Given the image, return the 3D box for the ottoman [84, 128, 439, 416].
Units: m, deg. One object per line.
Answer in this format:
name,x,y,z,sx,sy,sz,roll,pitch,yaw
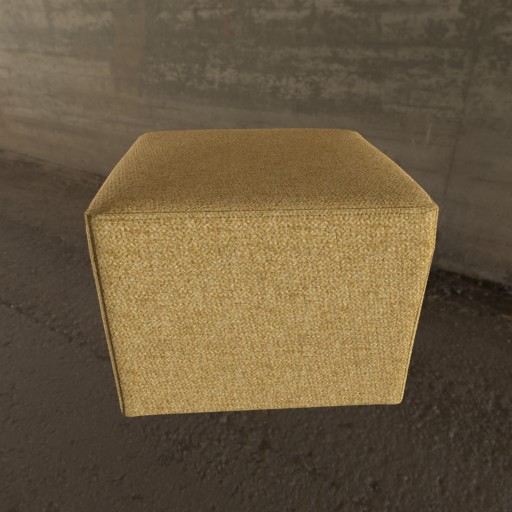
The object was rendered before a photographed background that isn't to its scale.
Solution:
ottoman,0.000,0.000,0.911,0.512,0.441,0.505,-2,28,-3
